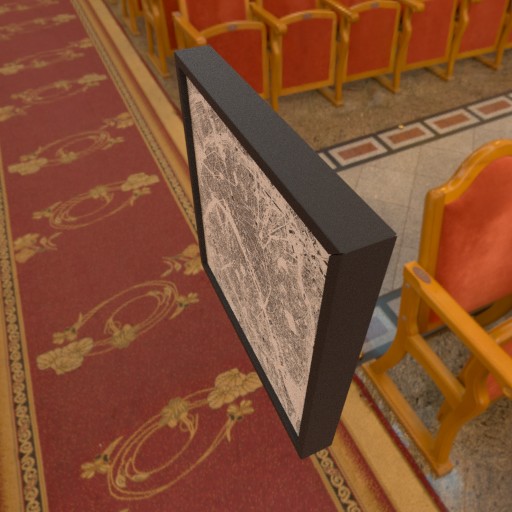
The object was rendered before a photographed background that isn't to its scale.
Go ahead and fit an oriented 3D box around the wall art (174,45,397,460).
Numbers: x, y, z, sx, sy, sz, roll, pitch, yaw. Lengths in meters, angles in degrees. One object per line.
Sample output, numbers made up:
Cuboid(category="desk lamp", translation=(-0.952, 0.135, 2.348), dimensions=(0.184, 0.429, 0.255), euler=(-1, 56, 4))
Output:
Cuboid(category="wall art", translation=(0.000, 0.000, 0.450), dimensions=(0.037, 0.305, 0.305), euler=(-18, 49, -17))
